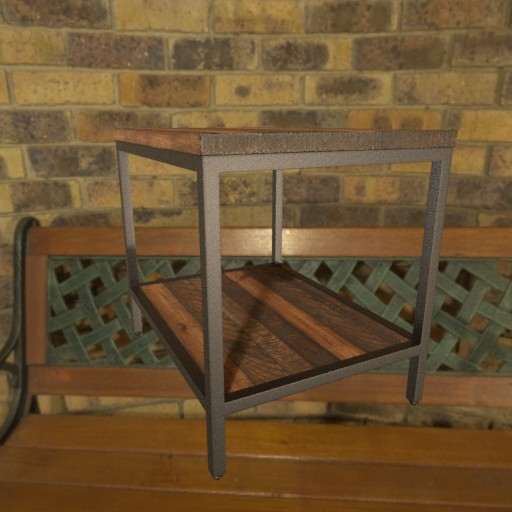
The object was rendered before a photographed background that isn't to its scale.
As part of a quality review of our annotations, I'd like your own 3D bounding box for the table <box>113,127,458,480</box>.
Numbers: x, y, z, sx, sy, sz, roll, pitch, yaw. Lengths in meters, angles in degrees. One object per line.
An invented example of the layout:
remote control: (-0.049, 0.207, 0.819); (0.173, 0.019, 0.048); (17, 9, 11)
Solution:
table: (0.000, 0.000, 1.111); (0.524, 0.612, 0.678); (-8, 19, -26)
